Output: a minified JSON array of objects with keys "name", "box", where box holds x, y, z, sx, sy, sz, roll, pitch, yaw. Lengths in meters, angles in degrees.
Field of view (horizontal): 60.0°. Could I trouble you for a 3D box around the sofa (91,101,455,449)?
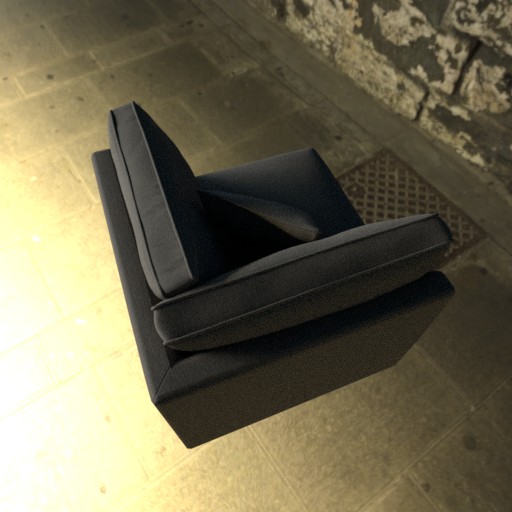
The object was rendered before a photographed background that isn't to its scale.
[{"name":"sofa","box":[0.000,0.000,1.943,1.084,1.002,1.146,-18,59,-11]}]
